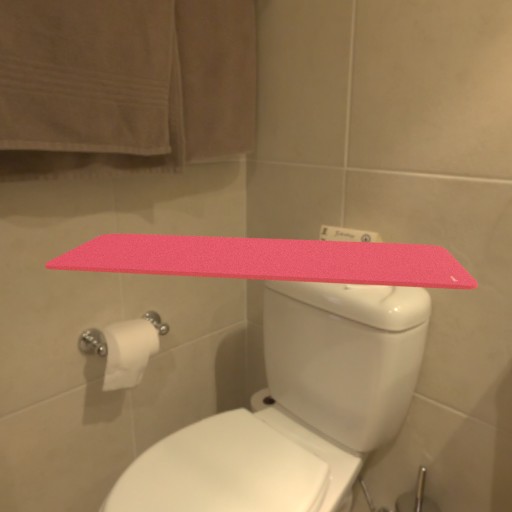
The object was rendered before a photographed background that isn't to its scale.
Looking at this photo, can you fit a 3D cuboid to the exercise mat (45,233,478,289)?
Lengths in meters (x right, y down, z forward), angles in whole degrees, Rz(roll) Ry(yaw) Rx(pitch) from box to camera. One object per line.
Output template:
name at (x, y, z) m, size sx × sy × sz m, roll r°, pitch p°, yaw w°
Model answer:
exercise mat at (0.000, 0.000, 2.150) m, size 1.884 × 0.021 × 0.616 m, roll 2°, pitch 17°, yaw 8°
